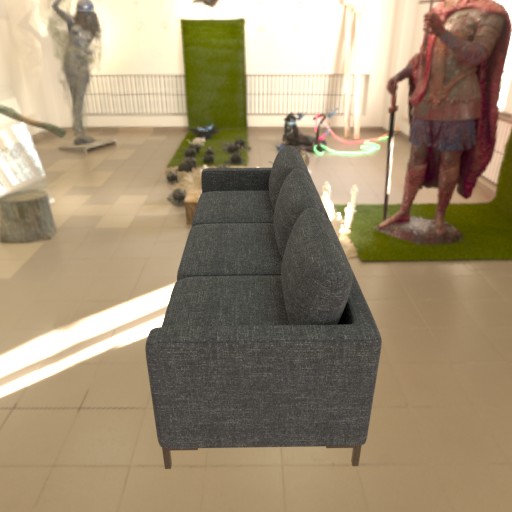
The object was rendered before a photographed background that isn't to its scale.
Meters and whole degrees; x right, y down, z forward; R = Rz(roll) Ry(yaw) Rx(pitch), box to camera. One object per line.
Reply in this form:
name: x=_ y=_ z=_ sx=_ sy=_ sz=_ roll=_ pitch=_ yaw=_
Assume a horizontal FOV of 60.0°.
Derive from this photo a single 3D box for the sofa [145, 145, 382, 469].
sofa: x=0.000 y=0.000 z=2.620 sx=0.859 sy=0.874 sz=2.218 roll=0 pitch=27 yaw=-1
